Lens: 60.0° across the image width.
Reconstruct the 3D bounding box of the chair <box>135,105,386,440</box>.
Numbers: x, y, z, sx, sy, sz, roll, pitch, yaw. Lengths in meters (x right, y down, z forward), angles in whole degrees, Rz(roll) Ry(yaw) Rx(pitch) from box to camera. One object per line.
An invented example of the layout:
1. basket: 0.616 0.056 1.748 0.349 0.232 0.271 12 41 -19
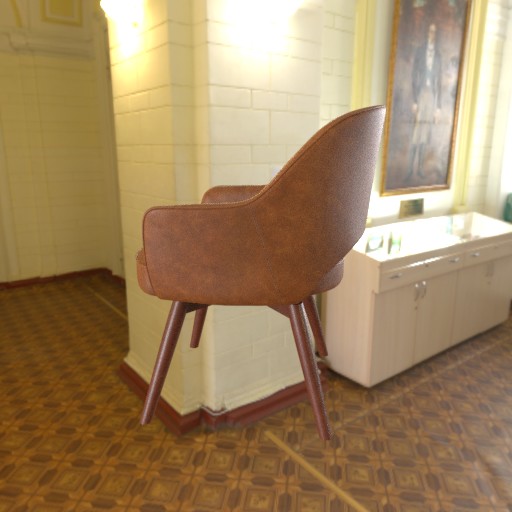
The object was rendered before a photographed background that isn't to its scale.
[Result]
1. chair: 0.000 0.000 1.217 0.640 0.777 0.591 2 13 8
